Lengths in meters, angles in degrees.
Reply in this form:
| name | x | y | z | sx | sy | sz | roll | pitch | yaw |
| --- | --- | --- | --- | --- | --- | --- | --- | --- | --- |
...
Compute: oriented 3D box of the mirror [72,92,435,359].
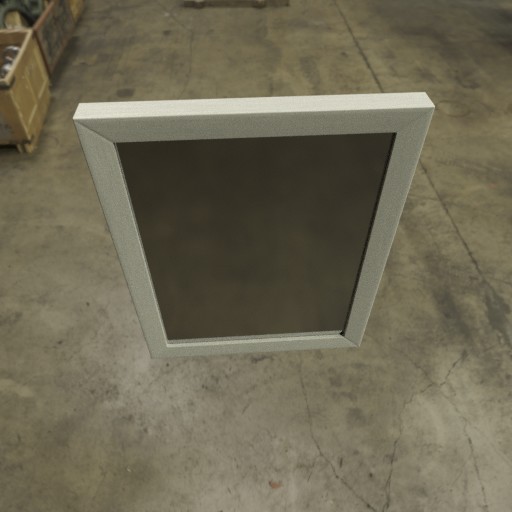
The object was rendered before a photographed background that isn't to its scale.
| name | x | y | z | sx | sy | sz | roll | pitch | yaw |
| --- | --- | --- | --- | --- | --- | --- | --- | --- | --- |
| mirror | 0.000 | 0.000 | 0.692 | 0.405 | 0.508 | 0.041 | -3 | 47 | -3 |
